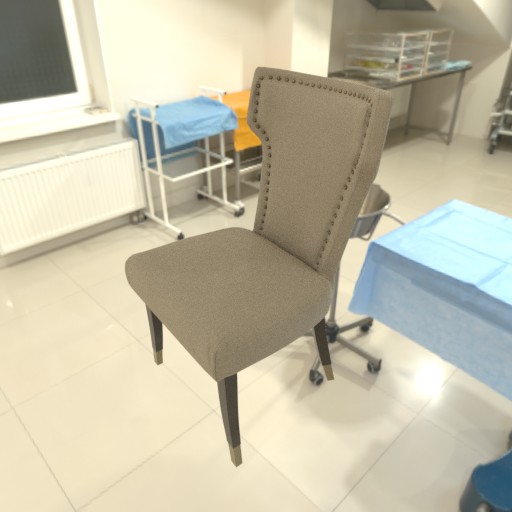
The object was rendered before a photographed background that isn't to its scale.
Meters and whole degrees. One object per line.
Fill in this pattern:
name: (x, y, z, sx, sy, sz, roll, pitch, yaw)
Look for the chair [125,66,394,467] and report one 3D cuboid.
chair: (0.000, 0.000, 1.311, 0.630, 0.955, 0.526, -22, 38, -31)
